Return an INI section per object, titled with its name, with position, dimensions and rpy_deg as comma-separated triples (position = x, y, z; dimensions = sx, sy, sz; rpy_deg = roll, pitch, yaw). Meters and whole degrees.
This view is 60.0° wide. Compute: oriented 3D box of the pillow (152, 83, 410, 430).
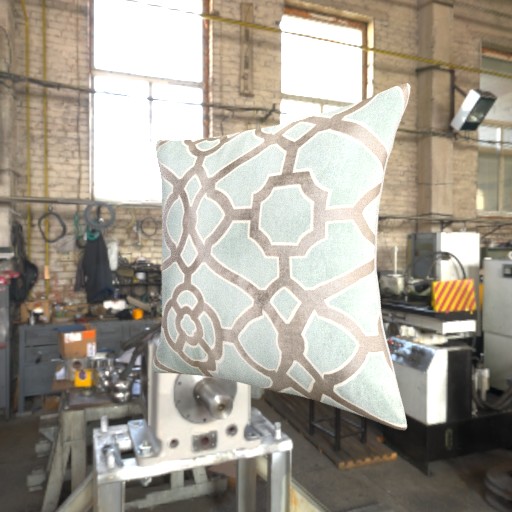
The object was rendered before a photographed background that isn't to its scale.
[pillow]
position = 0.000, 0.000, 0.809
dimensions = 0.552, 0.508, 0.166
rpy_deg = 0, 0, 36
